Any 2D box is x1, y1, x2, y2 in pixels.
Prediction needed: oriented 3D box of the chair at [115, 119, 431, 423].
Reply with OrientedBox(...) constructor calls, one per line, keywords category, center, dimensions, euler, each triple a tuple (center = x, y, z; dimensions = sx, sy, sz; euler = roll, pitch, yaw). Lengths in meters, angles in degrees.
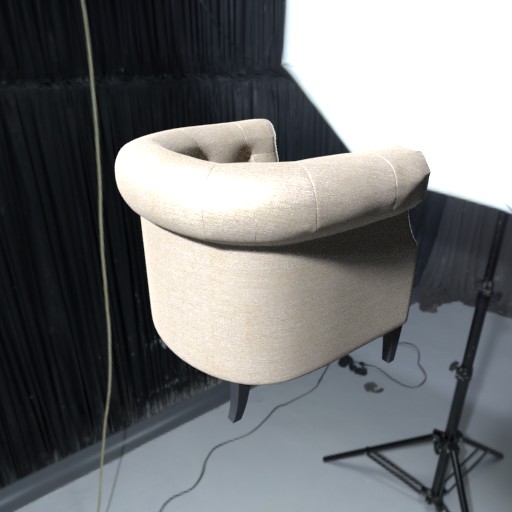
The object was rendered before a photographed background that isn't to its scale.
OrientedBox(category="chair", center=(0.000, 0.000, 1.574), dimensions=(0.852, 0.827, 0.905), euler=(-17, 30, -33))
